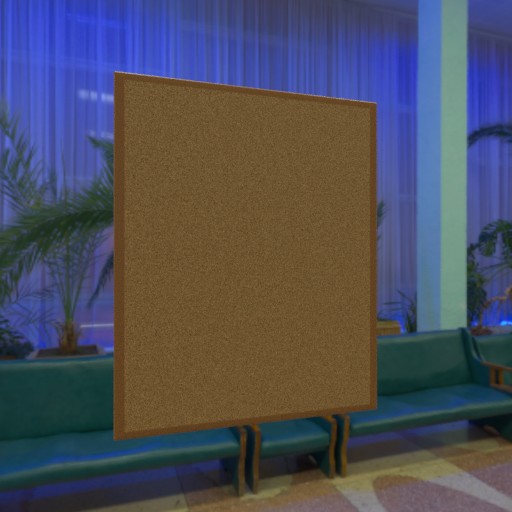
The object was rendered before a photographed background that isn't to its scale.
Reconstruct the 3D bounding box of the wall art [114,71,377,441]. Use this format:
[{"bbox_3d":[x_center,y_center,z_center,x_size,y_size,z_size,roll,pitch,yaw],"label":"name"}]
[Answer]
[{"bbox_3d":[0.000,0.000,0.740,0.452,0.553,0.022,0,0,-18],"label":"wall art"}]
